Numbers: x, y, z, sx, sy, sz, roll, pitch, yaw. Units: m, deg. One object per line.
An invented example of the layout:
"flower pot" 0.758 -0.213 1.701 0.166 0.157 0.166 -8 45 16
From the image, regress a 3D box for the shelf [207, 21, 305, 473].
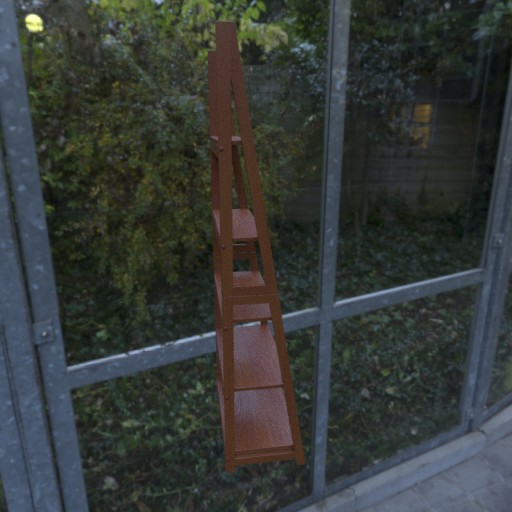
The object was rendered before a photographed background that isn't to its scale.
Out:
"shelf" 0.000 0.000 2.002 0.356 1.780 0.630 -2 17 -8
